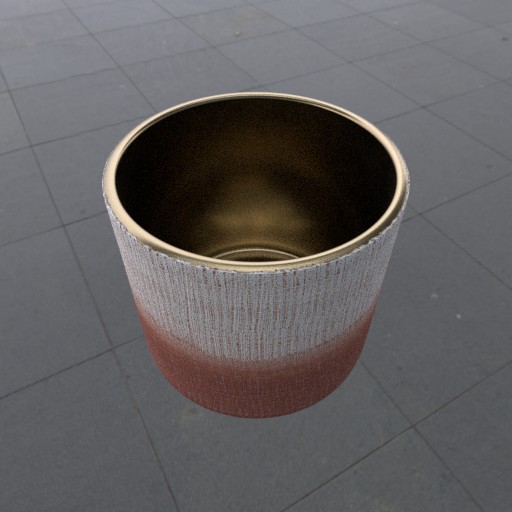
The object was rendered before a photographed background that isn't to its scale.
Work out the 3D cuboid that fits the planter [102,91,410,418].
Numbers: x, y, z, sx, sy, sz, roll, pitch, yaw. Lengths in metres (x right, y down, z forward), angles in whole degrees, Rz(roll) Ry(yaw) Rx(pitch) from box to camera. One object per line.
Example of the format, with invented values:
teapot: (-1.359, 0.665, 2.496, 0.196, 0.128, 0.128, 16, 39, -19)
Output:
planter: (0.000, 0.000, 0.391, 0.221, 0.201, 0.221, 0, 46, 0)
